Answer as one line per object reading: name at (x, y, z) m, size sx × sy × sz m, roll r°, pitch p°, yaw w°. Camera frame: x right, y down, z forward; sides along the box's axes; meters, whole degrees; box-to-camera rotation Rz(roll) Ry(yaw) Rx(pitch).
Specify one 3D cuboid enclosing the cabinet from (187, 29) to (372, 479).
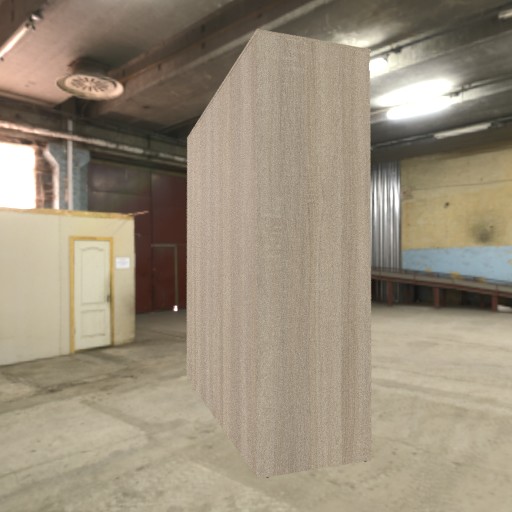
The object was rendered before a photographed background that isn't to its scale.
cabinet at (0.000, 0.000, 3.010) m, size 0.620 × 2.060 × 1.870 m, roll 0°, pitch -1°, yaw -19°
